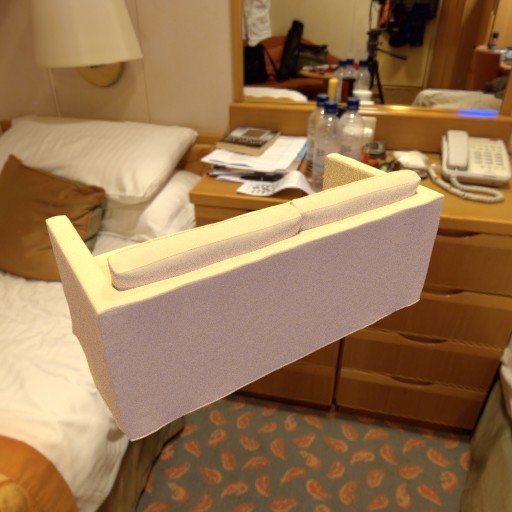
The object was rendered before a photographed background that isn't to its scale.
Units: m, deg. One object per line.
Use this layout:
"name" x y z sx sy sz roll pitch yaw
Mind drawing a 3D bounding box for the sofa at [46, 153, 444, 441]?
"sofa" 0.000 0.000 2.512 1.987 0.870 0.940 -19 35 -28
